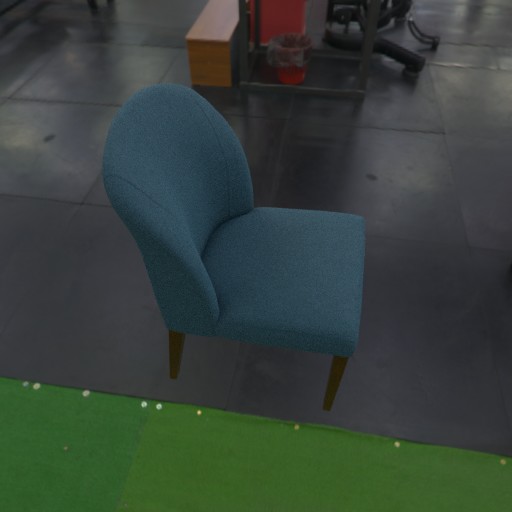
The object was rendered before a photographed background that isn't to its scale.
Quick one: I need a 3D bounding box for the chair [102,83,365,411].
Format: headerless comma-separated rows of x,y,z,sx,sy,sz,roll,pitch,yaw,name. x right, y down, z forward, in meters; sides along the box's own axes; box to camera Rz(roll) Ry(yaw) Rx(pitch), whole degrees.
0.000,0.000,1.283,0.620,0.879,0.507,9,48,8,chair
